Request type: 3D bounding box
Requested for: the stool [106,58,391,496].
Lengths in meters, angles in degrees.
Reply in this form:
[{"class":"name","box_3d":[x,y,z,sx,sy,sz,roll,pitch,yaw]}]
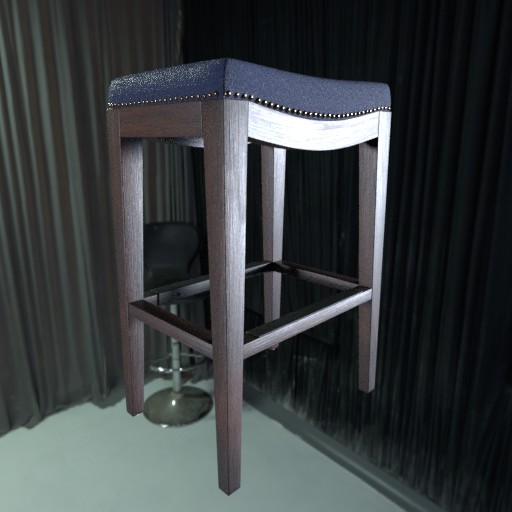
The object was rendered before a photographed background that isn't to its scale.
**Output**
[{"class":"stool","box_3d":[0.000,0.000,0.989,0.358,0.740,0.498,14,21,43]}]
